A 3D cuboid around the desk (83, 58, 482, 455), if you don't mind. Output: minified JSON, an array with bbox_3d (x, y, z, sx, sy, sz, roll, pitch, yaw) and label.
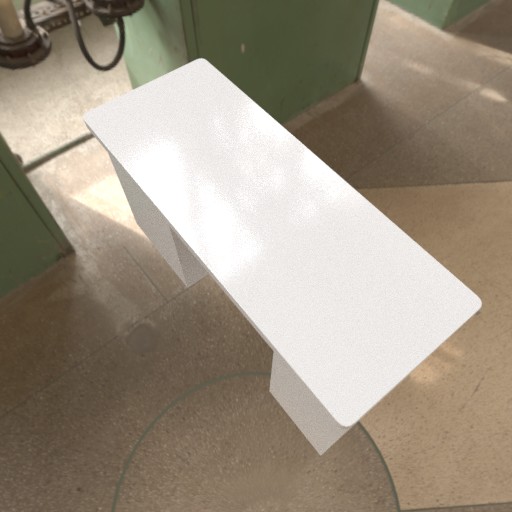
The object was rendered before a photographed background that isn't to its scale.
[{"bbox_3d":[0.000,0.000,1.771,0.550,0.762,1.400,-34,65,-18],"label":"desk"}]
